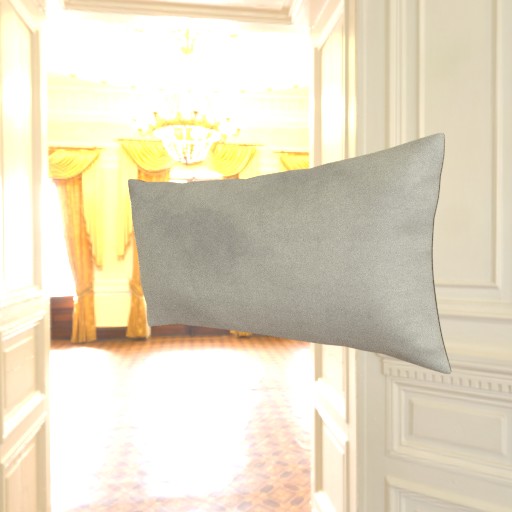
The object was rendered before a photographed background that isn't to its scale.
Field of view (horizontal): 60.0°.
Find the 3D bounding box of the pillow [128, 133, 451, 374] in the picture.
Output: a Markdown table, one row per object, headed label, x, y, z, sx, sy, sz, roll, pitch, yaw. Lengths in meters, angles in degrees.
| label | x | y | z | sx | sy | sz | roll | pitch | yaw |
| --- | --- | --- | --- | --- | --- | --- | --- | --- | --- |
| pillow | 0.000 | 0.000 | 0.741 | 0.608 | 0.305 | 0.156 | 1 | 1 | 37 |
